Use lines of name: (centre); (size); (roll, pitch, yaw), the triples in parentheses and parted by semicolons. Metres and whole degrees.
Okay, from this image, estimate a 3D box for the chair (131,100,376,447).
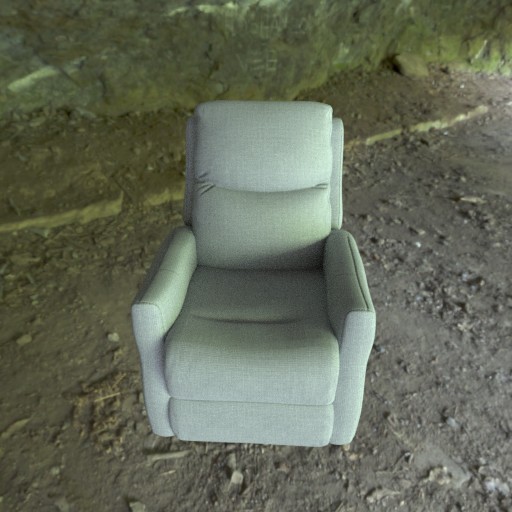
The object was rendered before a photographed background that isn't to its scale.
chair: (0.000, 0.000, 1.748); (0.829, 1.030, 1.080); (2, 30, 3)
